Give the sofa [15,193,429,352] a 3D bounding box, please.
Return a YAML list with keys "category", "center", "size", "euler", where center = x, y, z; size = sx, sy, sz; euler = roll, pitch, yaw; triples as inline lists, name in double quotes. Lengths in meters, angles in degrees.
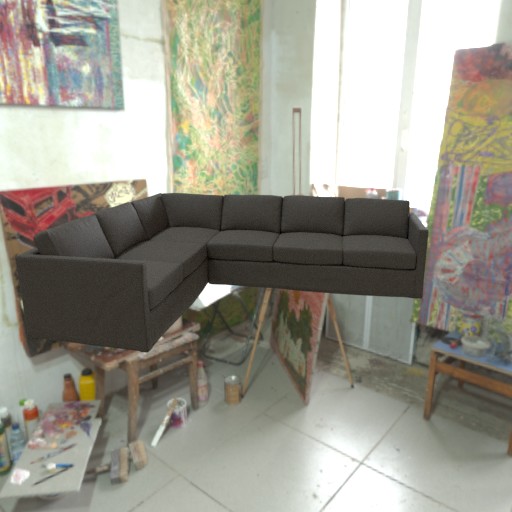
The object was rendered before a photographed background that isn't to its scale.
- category: "sofa"
  center: [0.000, 0.000, 4.191]
  size: [3.182, 0.871, 2.432]
  euler: [3, 16, 10]
